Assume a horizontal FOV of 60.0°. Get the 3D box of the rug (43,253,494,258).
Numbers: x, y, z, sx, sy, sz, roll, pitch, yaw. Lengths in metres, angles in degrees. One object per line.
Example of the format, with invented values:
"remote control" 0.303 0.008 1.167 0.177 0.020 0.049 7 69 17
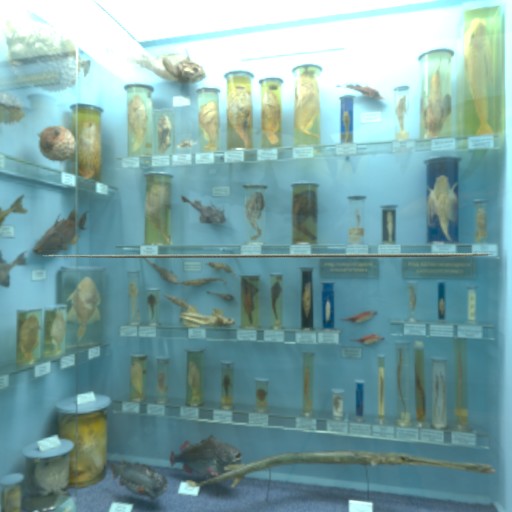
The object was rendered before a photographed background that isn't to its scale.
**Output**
"rug" 0.000 0.000 2.690 2.449 0.011 0.774 0 -1 16
